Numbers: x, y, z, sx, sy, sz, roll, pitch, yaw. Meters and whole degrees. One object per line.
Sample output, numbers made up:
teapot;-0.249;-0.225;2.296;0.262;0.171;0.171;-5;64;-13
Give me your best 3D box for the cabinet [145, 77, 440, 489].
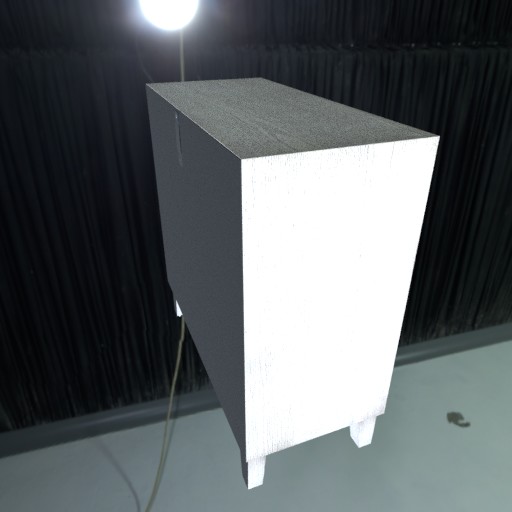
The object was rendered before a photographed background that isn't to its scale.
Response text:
cabinet;0.000;0.000;1.188;0.370;0.787;0.781;-11;31;-19
